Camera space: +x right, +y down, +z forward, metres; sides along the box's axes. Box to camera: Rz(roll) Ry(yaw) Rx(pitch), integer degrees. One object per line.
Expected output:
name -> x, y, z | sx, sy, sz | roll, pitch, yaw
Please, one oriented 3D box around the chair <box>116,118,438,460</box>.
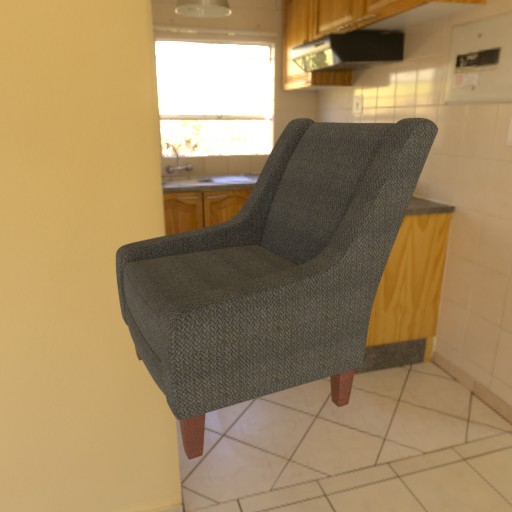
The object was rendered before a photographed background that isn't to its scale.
chair -> 0.000, 0.000, 1.700 | 0.944, 1.012, 0.793 | -9, 19, -26
